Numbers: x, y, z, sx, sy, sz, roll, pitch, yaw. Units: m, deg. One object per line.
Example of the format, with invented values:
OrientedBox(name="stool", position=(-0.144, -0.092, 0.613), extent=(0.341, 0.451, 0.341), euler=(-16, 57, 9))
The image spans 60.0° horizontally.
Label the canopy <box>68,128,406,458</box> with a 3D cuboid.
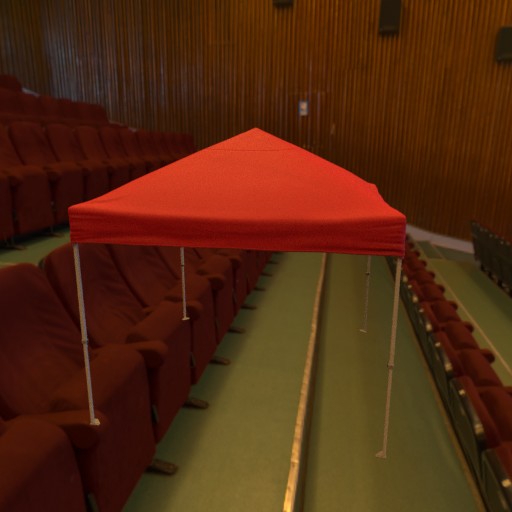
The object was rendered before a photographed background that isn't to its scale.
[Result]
OrientedBox(name="canopy", position=(0.000, 0.000, 5.391), extent=(2.998, 2.997, 2.996), euler=(2, 14, 10))
